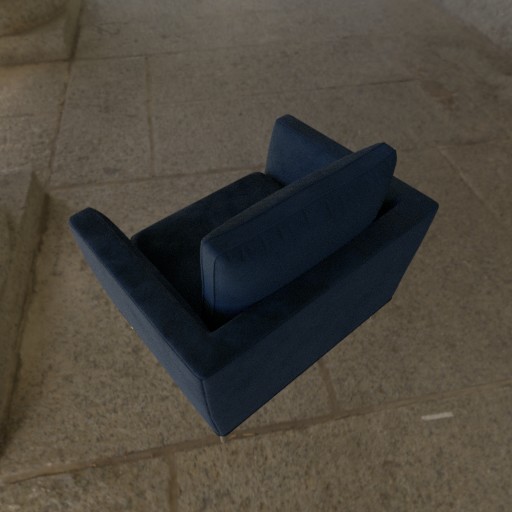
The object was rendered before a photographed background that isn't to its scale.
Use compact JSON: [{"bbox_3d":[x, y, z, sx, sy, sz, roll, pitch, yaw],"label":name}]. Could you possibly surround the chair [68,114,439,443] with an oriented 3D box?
[{"bbox_3d":[0.000,0.000,1.595,0.977,0.893,0.746,-32,56,-26],"label":"chair"}]
